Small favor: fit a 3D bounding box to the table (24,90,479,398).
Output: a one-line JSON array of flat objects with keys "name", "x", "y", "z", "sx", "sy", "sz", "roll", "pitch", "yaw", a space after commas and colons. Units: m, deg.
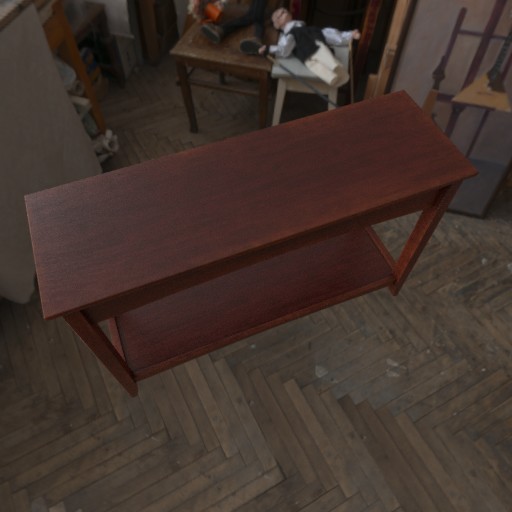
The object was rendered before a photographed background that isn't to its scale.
[{"name": "table", "x": 0.000, "y": 0.000, "z": 1.524, "sx": 1.188, "sy": 0.739, "sz": 0.392, "roll": -19, "pitch": 59, "yaw": -12}]
